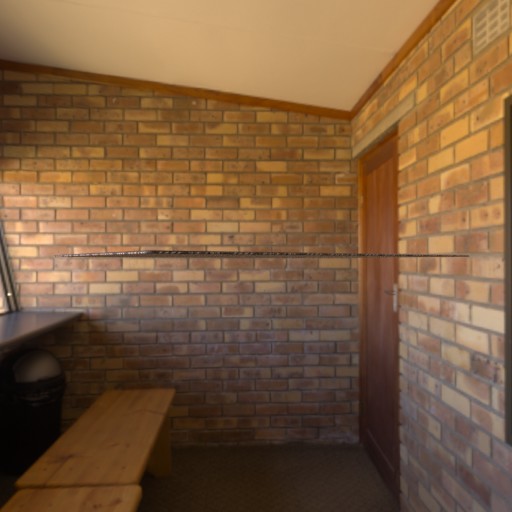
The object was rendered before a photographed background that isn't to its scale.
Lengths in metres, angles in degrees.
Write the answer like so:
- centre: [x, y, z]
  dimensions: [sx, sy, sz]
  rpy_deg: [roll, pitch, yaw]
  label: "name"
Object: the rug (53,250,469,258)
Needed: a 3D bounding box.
- centre: [0.000, 0.000, 3.917]
  dimensions: [2.902, 0.017, 2.305]
  rpy_deg: [0, -1, -35]
  label: "rug"
